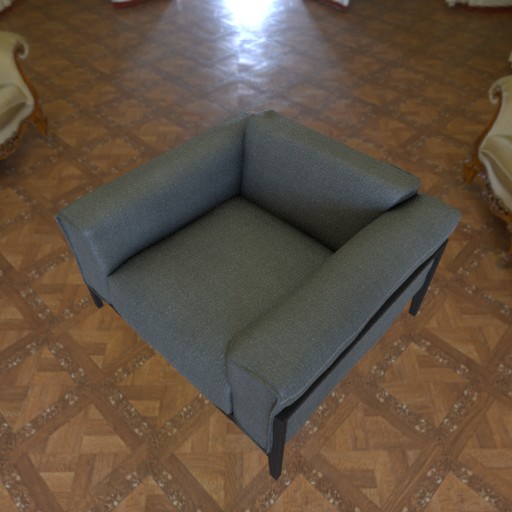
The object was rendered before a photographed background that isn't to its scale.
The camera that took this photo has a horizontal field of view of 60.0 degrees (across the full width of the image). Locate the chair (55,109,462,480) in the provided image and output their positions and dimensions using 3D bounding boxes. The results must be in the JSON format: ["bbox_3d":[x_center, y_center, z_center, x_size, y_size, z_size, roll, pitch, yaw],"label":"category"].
[{"bbox_3d":[0.000,0.000,1.660,1.056,0.646,0.969,34,55,28],"label":"chair"}]
